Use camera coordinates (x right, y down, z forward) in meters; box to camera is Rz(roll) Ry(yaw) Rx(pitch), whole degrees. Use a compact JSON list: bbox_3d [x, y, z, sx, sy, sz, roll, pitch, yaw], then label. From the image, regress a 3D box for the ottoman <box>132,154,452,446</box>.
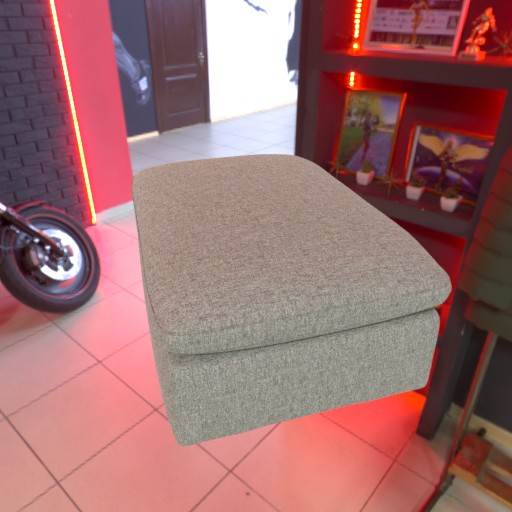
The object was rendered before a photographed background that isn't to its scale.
[{"bbox_3d":[0.000,0.000,1.366,0.694,0.451,0.977,-8,30,-14],"label":"ottoman"}]
